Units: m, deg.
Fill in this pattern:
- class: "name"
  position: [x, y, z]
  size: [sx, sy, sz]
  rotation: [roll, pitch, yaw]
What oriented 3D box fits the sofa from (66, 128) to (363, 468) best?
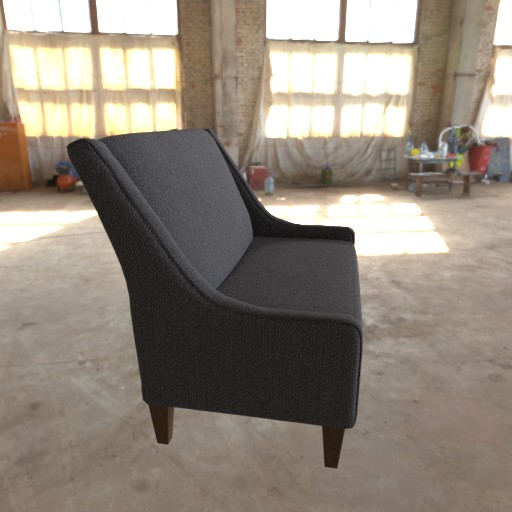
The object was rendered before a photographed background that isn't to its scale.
- class: "sofa"
  position: [0.000, 0.000, 1.878]
  size: [0.873, 1.022, 1.242]
  rotation: [3, 18, 10]
